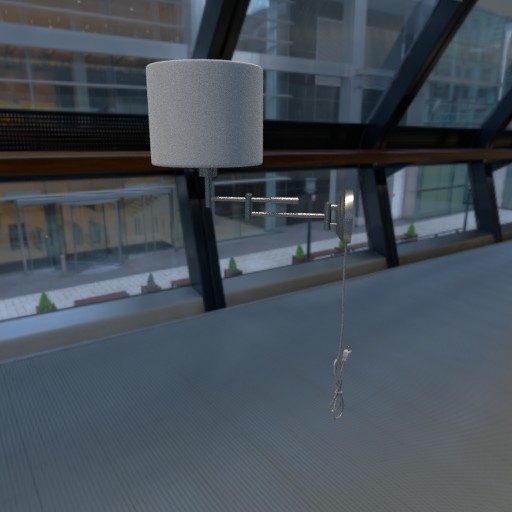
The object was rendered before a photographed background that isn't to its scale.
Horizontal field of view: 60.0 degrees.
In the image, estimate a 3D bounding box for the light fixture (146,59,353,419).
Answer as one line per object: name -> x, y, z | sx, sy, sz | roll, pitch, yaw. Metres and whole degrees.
light fixture -> 0.000, 0.000, 1.065 | 0.479, 0.842, 0.253 | 2, 16, 9
